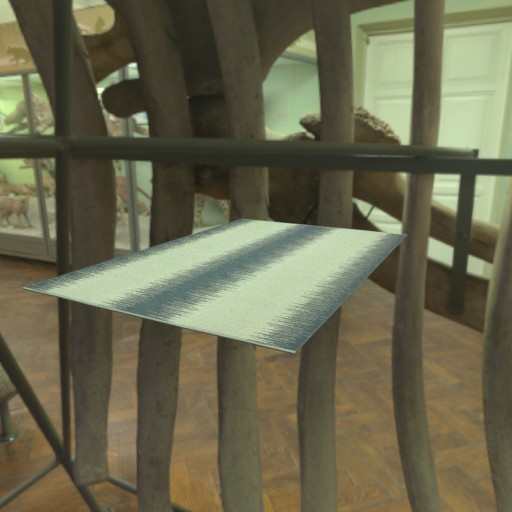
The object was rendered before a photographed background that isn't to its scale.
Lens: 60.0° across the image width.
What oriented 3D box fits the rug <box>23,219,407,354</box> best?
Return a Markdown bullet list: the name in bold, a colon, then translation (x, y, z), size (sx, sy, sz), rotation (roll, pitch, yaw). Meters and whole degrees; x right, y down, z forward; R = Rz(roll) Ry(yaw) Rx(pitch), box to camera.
- **rug**: translation (0.000, 0.000, 2.355), size (1.234, 0.006, 1.854), rotation (8, 17, 27)
